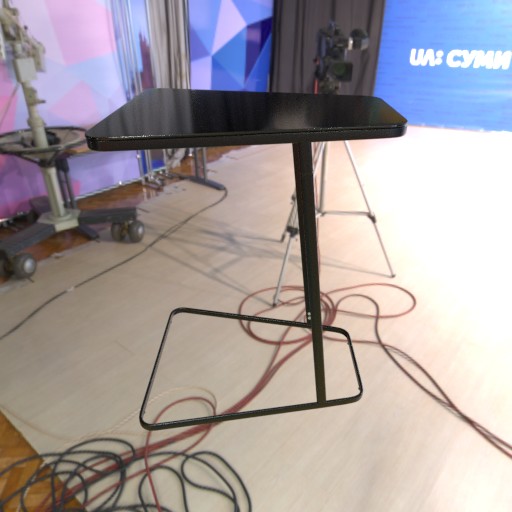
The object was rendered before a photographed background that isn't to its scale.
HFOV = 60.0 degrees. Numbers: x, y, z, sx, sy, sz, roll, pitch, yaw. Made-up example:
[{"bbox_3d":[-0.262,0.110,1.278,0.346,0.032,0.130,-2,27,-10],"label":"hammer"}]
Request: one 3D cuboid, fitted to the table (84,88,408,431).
[{"bbox_3d":[0.000,0.000,0.963,0.500,0.624,0.427,1,30,1],"label":"table"}]
